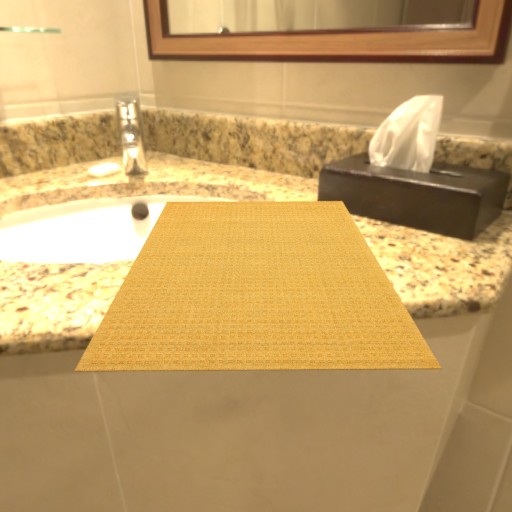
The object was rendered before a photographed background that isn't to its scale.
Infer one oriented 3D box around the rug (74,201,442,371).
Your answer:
[{"bbox_3d":[0.000,0.000,3.703,1.981,0.006,2.895,0,25,-1],"label":"rug"}]
